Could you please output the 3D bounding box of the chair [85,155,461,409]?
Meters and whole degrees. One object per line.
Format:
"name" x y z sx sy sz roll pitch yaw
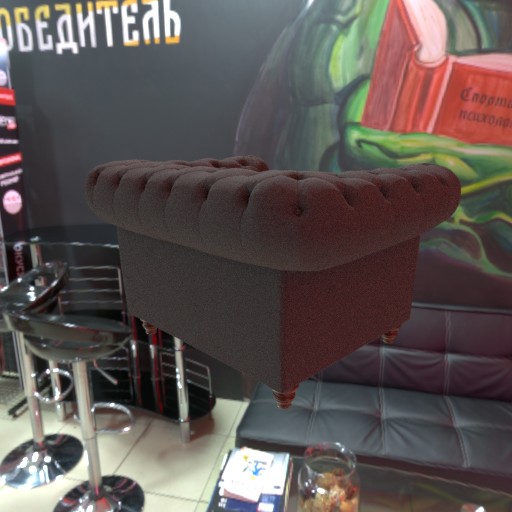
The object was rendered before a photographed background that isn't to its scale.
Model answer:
"chair" 0.000 0.000 1.836 0.976 0.770 1.270 -14 20 -43
